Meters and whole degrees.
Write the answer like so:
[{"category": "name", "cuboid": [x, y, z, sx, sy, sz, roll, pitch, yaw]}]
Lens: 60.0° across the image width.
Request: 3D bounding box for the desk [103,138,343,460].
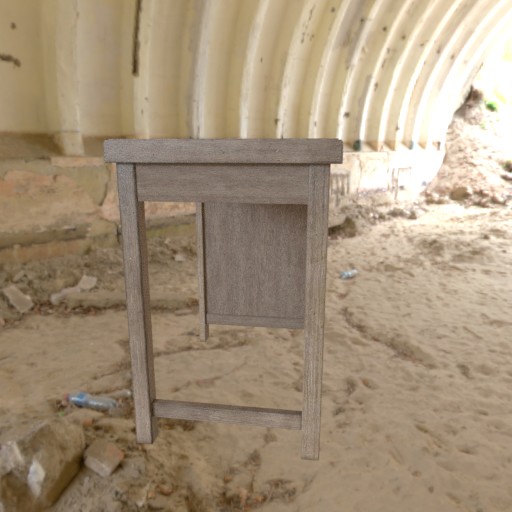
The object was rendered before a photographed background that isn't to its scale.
[{"category": "desk", "cuboid": [0.000, 0.000, 1.824, 0.610, 0.912, 1.289, 2, 14, 8]}]
